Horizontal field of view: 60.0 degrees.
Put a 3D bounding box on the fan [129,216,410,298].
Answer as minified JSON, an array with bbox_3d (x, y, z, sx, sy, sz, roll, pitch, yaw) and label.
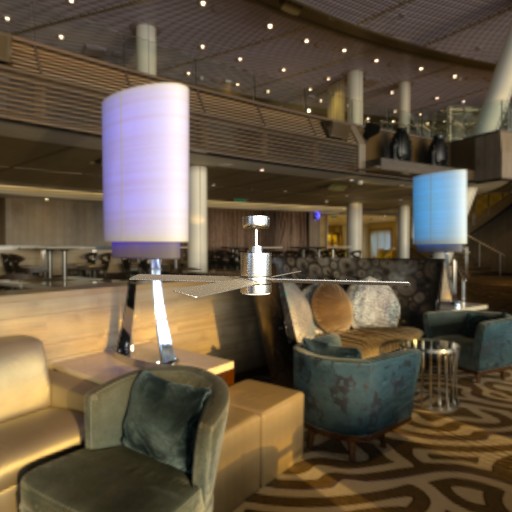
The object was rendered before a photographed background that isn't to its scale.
[{"bbox_3d":[0.000,0.000,2.011,1.322,0.355,1.322,0,1,20],"label":"fan"}]
